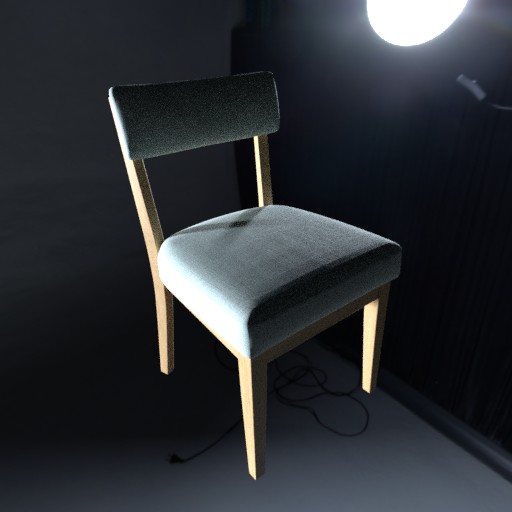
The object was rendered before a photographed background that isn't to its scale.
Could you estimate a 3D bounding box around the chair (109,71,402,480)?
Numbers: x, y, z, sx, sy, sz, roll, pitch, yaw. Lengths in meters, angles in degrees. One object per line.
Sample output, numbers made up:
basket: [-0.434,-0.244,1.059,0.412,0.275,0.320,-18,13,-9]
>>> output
chair: [0.000,0.000,1.163,0.508,0.832,0.572,-22,35,-34]
